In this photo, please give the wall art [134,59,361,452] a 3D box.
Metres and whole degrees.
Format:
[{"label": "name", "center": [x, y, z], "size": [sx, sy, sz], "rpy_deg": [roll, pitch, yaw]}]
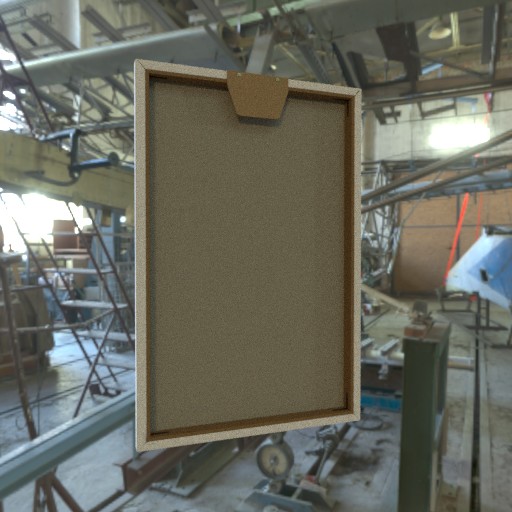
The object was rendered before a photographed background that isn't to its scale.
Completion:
[{"label": "wall art", "center": [0.000, 0.000, 1.143], "size": [0.602, 0.916, 0.048], "rpy_deg": [0, 1, -19]}]
